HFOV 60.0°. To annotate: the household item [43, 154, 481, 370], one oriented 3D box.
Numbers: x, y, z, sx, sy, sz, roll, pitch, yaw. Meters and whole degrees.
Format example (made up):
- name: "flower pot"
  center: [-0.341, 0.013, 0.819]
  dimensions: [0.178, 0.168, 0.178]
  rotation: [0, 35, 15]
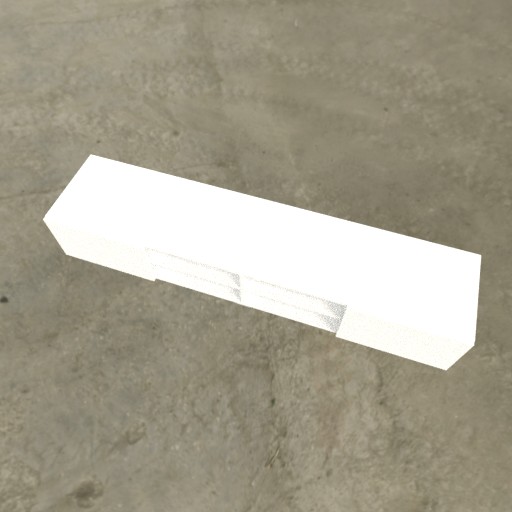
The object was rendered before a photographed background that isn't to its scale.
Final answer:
- name: "household item"
  center: [0.000, 0.000, 2.039]
  dimensions: [1.850, 0.310, 0.420]
  rotation: [16, 59, 10]
